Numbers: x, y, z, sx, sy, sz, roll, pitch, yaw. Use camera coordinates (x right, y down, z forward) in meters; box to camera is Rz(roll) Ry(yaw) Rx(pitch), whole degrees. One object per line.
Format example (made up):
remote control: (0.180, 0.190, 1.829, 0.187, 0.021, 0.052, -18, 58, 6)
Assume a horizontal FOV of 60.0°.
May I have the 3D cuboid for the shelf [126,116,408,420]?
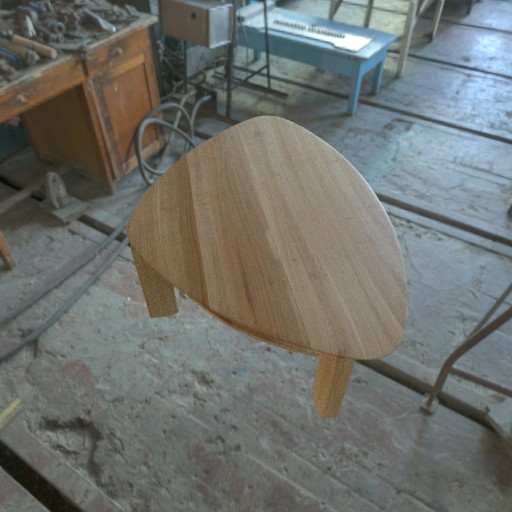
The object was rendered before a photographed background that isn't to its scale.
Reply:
shelf: (0.000, 0.000, 1.660, 0.863, 0.439, 1.240, -10, 47, -9)
